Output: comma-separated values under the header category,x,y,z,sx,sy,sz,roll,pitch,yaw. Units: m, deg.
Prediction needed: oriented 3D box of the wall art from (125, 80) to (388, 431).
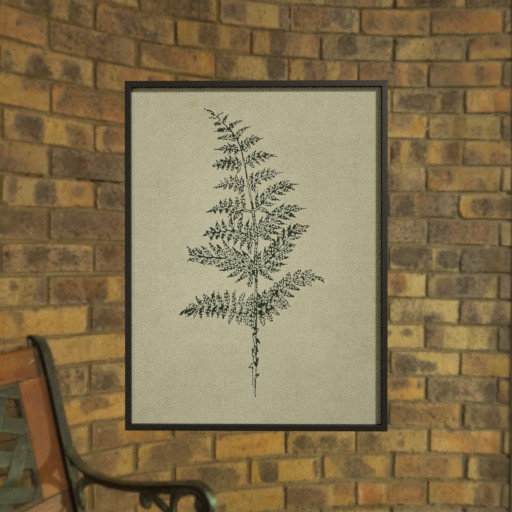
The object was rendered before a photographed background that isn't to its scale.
category,x,y,z,sx,sy,sz,roll,pitch,yaw
wall art,0.000,0.000,1.370,0.802,1.070,0.036,0,0,0
